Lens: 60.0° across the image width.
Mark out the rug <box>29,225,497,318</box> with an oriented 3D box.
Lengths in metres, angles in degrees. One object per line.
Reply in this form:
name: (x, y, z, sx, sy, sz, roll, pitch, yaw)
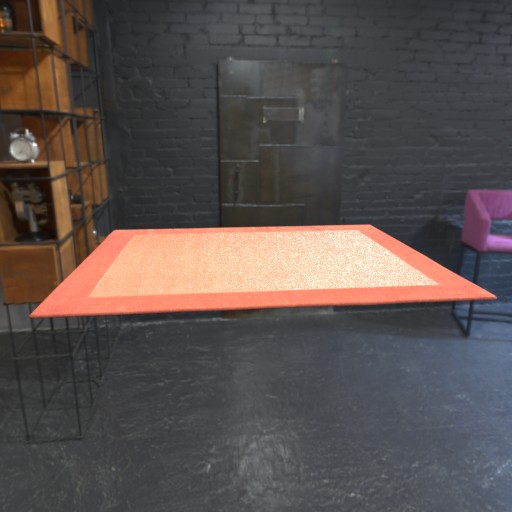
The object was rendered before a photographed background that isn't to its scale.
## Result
rug: (0.000, 0.000, 3.941, 2.976, 0.018, 2.430, -2, 16, -6)
